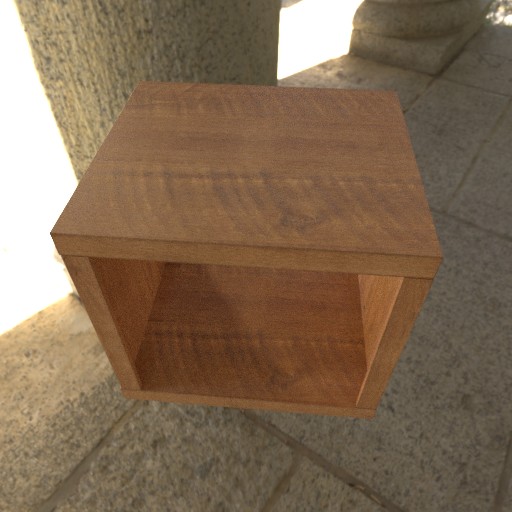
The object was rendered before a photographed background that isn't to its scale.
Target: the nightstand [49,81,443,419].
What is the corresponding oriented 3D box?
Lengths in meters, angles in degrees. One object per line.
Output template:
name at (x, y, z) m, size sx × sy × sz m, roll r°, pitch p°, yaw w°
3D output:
nightstand at (0.000, 0.000, 0.873) m, size 0.493 × 0.491 × 0.436 m, roll 4°, pitch 46°, yaw 3°
